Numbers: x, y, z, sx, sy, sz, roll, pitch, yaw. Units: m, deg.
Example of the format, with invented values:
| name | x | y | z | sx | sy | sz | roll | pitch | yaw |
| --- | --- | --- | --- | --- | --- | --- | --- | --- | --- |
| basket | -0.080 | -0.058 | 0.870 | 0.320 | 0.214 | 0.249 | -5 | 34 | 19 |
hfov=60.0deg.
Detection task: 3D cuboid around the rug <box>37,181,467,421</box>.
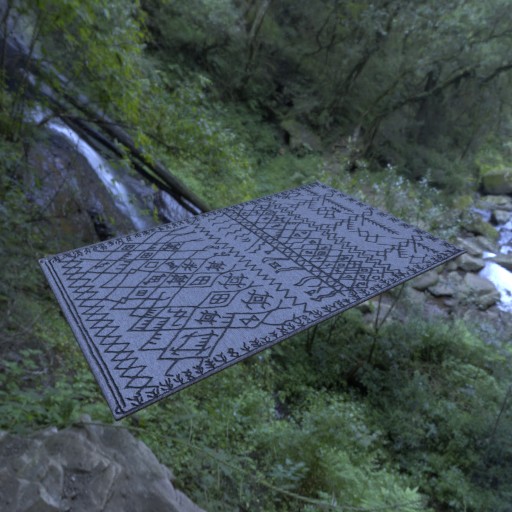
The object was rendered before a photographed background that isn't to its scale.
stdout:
| name | x | y | z | sx | sy | sz | roll | pitch | yaw |
| --- | --- | --- | --- | --- | --- | --- | --- | --- | --- |
| rug | 0.000 | 0.000 | 2.963 | 2.444 | 0.012 | 1.526 | -20 | 36 | -29 |
